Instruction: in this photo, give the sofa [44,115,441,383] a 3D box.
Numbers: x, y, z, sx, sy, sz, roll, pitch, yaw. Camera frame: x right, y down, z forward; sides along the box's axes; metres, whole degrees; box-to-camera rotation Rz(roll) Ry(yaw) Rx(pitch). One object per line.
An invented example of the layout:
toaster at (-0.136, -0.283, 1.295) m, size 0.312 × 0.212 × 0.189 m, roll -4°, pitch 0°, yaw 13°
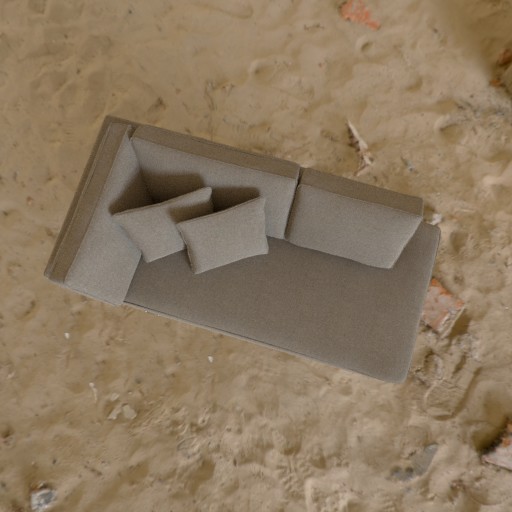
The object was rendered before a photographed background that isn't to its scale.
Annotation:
sofa at (0.000, 0.000, 2.847) m, size 2.238 × 1.019 × 1.110 m, roll 16°, pitch 78°, yaw 3°
